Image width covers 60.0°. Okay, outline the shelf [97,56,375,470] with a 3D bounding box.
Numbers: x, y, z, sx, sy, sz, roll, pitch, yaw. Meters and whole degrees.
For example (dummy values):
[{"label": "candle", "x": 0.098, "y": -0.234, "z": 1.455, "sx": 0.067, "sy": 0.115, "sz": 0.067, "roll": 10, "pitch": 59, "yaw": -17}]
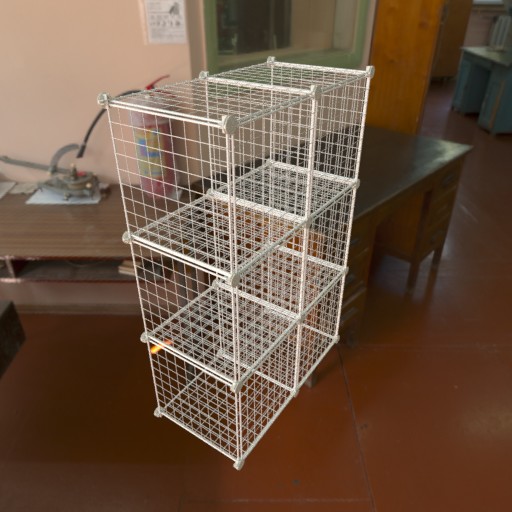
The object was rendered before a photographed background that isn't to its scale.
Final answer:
[{"label": "shelf", "x": 0.000, "y": 0.000, "z": 1.407, "sx": 0.356, "sy": 1.067, "sz": 0.711, "roll": 20, "pitch": 37, "yaw": 29}]
